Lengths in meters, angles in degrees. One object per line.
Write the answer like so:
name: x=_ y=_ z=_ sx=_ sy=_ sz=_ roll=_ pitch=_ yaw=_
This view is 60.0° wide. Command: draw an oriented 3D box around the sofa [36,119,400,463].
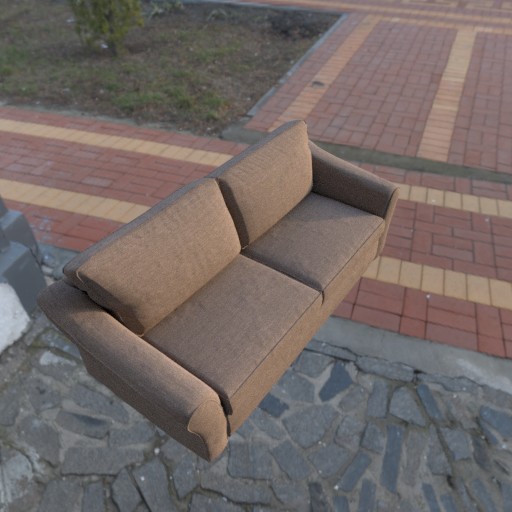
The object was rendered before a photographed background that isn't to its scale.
sofa: x=0.000 y=0.000 z=2.741 sx=0.980 sy=0.965 sz=2.270 roll=26 pitch=48 yaw=26
